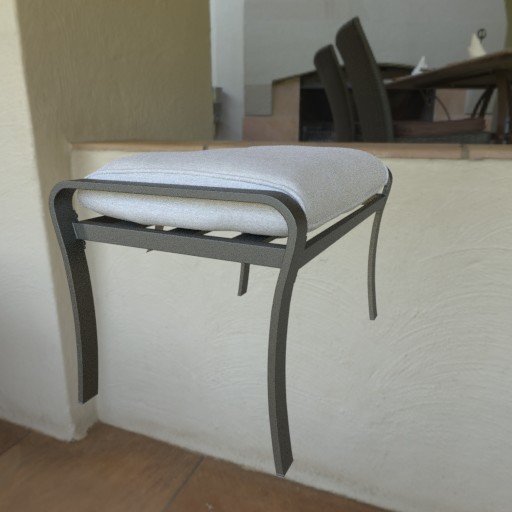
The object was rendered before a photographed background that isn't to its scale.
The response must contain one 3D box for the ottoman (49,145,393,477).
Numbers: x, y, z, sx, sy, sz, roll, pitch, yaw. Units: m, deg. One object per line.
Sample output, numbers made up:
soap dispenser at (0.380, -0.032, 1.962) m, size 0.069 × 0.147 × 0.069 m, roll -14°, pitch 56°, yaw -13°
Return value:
ottoman at (0.000, 0.000, 0.888) m, size 0.406 × 0.422 × 0.610 m, roll 8°, pitch 18°, yaw 25°
